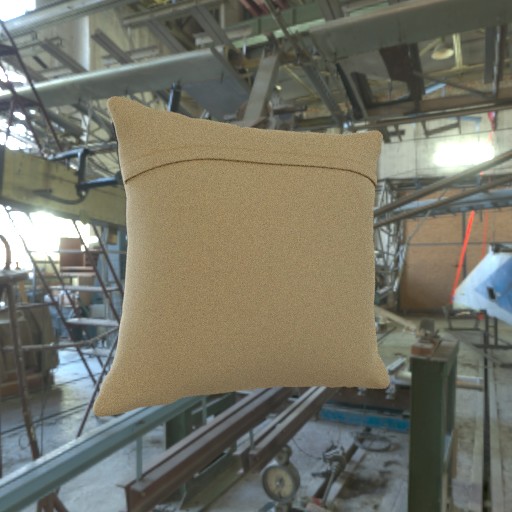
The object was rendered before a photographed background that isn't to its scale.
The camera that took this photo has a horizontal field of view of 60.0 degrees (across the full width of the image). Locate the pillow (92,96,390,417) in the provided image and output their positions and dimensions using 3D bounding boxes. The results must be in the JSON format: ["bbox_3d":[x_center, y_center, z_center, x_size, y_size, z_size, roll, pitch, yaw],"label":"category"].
[{"bbox_3d":[0.000,0.000,0.779,0.536,0.506,0.229,0,-1,-18],"label":"pillow"}]
